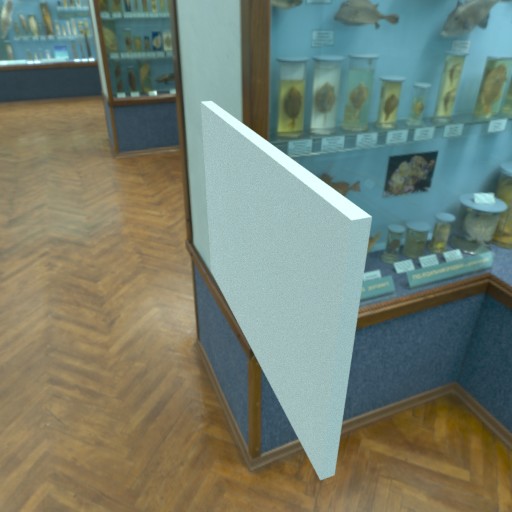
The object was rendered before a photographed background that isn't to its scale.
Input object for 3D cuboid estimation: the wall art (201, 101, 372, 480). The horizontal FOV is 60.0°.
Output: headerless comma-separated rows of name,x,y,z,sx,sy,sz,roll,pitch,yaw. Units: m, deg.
wall art,0.000,0.000,1.700,0.051,0.902,1.308,-10,32,-17
